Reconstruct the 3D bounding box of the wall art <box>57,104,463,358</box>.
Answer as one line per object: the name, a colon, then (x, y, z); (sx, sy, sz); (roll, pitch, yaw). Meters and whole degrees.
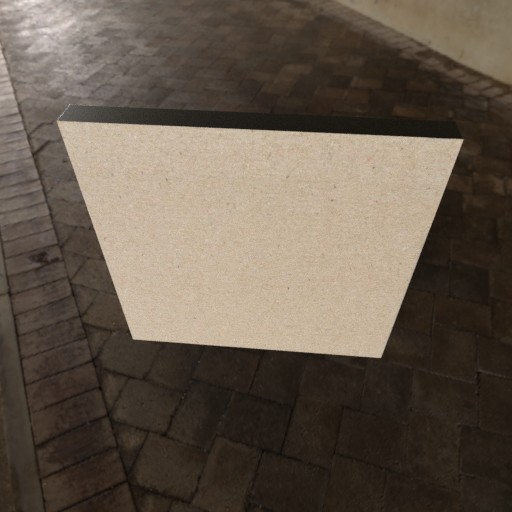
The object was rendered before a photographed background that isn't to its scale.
wall art: (0.000, 0.000, 0.479); (0.327, 0.318, 0.029); (4, 46, 4)
